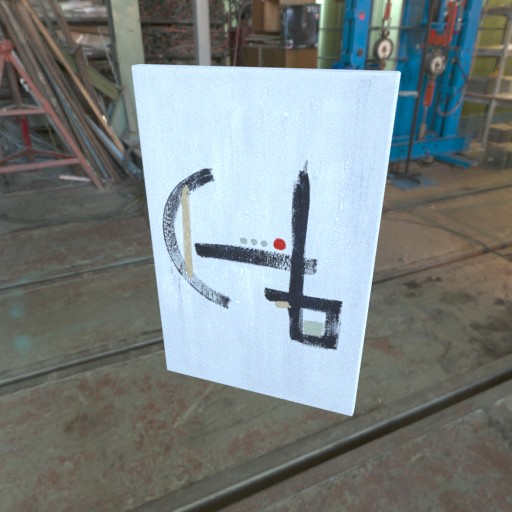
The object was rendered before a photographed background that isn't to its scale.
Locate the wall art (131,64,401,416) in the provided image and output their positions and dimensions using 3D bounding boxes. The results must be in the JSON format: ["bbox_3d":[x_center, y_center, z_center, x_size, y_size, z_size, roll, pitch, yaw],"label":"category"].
[{"bbox_3d":[0.000,0.000,1.169,0.602,0.916,0.048,9,29,17],"label":"wall art"}]
